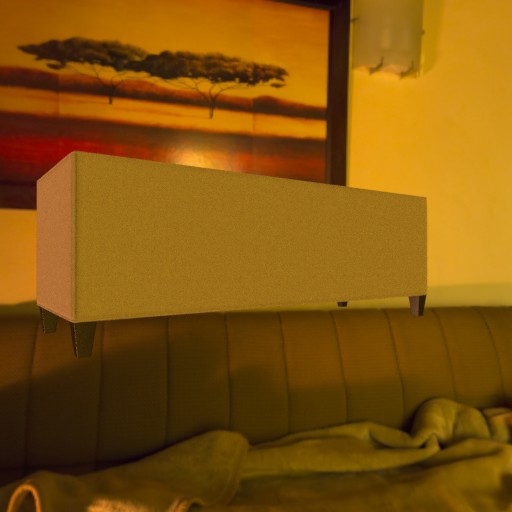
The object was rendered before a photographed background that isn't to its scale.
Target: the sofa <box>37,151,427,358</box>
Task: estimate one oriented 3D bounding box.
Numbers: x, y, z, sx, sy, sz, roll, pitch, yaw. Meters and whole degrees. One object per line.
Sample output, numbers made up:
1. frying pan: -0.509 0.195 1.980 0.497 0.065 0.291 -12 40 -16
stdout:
1. sofa: 0.000 0.000 2.532 2.159 0.762 0.775 0 0 -35
